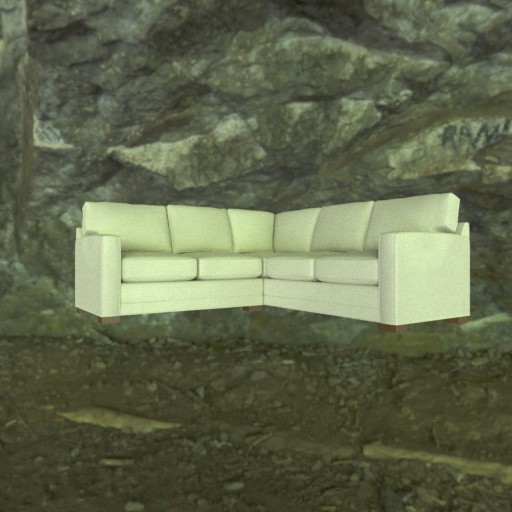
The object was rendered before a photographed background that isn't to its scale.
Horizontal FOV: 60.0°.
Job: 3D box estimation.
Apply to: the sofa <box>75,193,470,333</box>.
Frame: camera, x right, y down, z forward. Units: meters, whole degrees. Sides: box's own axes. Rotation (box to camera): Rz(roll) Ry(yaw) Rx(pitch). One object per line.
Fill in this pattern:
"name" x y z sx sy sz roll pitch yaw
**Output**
"sofa" 0.000 0.000 3.408 2.182 0.939 2.189 0 0 -34
